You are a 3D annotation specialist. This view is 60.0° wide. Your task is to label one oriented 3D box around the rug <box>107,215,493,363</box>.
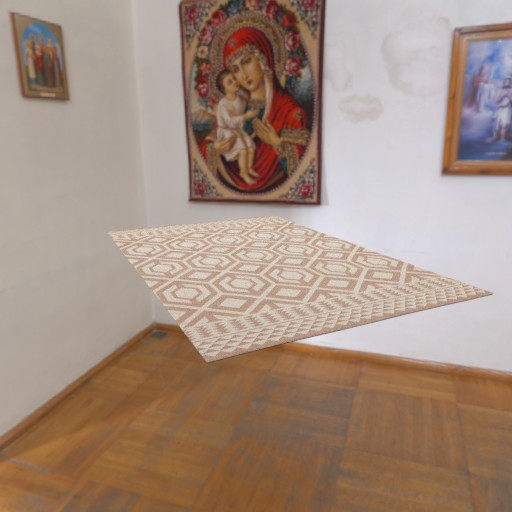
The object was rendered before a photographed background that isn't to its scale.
[{"bbox_3d":[0.000,0.000,2.303,1.219,0.008,1.829,-8,18,-25],"label":"rug"}]
